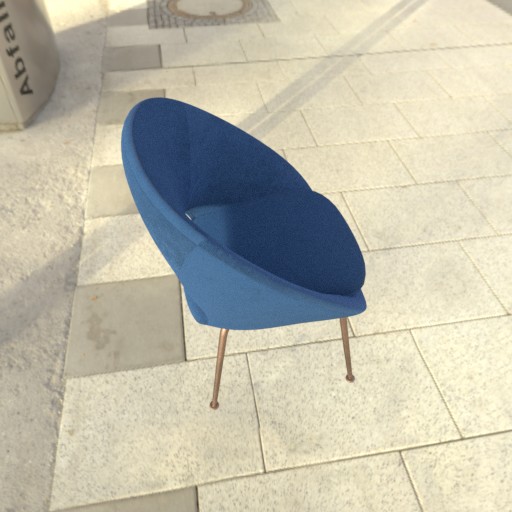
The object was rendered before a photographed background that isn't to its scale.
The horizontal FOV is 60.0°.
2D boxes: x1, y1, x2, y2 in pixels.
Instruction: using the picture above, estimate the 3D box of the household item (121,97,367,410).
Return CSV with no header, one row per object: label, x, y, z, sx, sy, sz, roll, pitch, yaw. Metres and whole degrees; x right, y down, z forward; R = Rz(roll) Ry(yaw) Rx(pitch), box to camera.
household item,0.000,0.000,1.245,0.573,0.852,0.623,-9,48,-8
